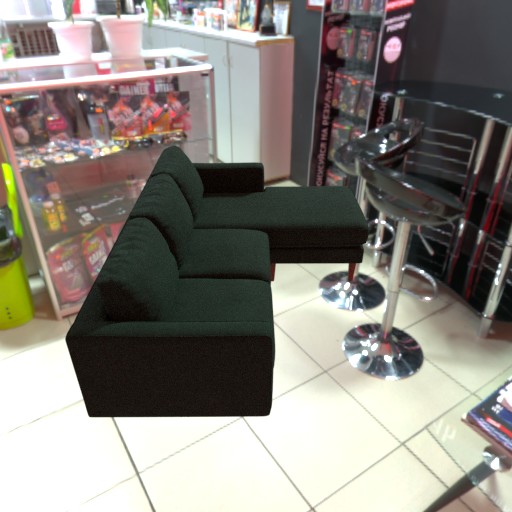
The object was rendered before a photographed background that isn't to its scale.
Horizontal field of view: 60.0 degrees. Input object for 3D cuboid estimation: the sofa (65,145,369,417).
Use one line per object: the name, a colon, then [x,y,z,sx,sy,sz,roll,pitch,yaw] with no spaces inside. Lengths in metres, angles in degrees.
sofa: [0.000,0.000,2.790,1.580,0.899,2.030,0,32,0]
